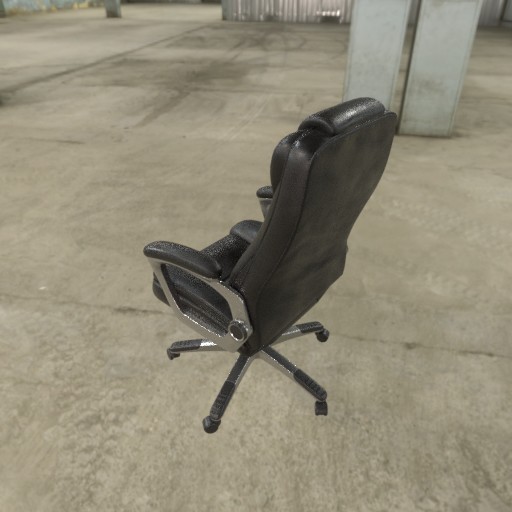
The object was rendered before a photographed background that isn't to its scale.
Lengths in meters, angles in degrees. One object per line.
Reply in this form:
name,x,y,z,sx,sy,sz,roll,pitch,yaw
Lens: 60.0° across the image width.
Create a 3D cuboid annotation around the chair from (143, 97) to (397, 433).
chair,0.000,0.000,1.510,0.689,1.075,0.697,22,37,32
